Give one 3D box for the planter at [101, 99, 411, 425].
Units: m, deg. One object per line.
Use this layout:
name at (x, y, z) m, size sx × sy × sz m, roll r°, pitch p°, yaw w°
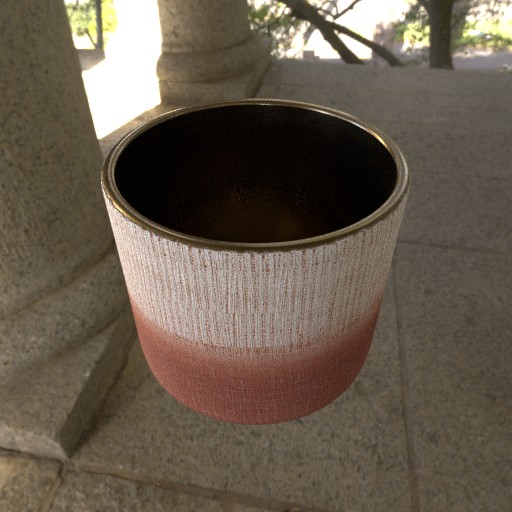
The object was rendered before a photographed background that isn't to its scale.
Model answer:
planter at (0.000, 0.000, 0.438) m, size 0.254 × 0.221 × 0.254 m, roll 0°, pitch 41°, yaw 0°
